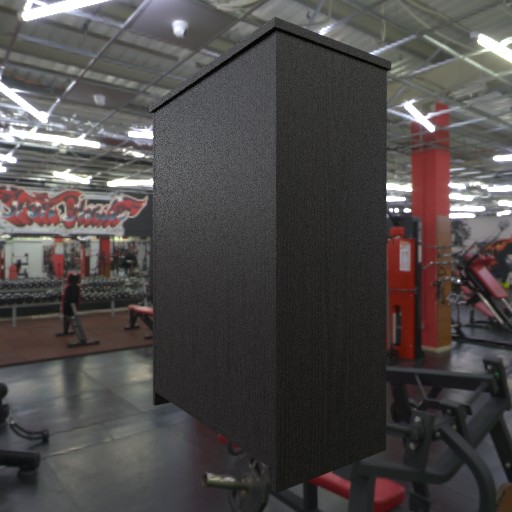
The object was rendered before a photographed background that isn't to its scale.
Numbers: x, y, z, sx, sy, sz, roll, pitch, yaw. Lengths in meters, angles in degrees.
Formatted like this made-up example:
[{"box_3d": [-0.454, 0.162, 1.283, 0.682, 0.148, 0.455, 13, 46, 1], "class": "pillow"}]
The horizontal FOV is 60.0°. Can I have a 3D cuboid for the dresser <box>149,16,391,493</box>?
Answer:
[{"box_3d": [0.000, 0.000, 1.344, 0.399, 1.020, 0.704, 0, 0, -35], "class": "dresser"}]
